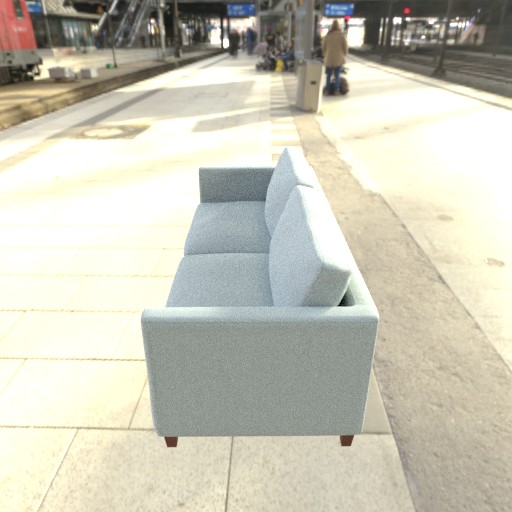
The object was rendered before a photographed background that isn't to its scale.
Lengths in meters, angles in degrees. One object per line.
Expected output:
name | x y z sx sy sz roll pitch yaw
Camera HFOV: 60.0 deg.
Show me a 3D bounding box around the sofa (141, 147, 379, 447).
sofa | 0.000 0.000 2.772 0.951 0.965 2.208 0 27 -1
